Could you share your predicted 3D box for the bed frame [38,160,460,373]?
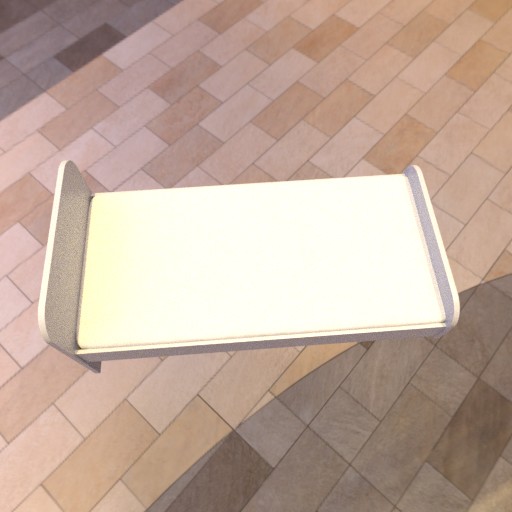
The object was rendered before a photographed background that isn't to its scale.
[{"bbox_3d":[0.000,0.000,2.489,1.963,0.805,0.998,-4,64,-2],"label":"bed frame"}]
